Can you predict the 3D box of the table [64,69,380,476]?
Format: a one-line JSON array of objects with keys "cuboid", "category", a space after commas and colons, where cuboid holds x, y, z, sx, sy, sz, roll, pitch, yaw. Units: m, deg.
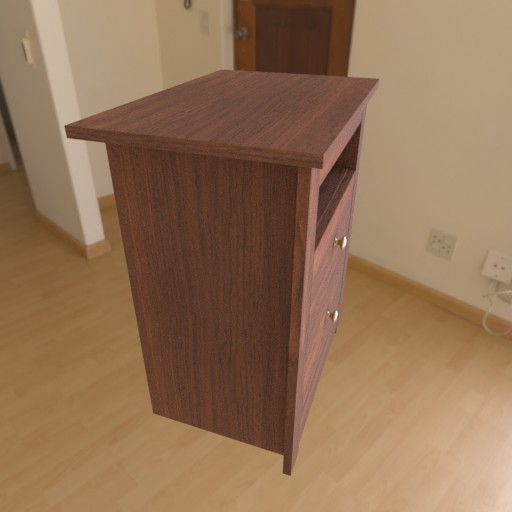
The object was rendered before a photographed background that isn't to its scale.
[{"cuboid": [0.000, 0.000, 1.035, 0.406, 0.711, 0.589, 11, 33, 17], "category": "table"}]
